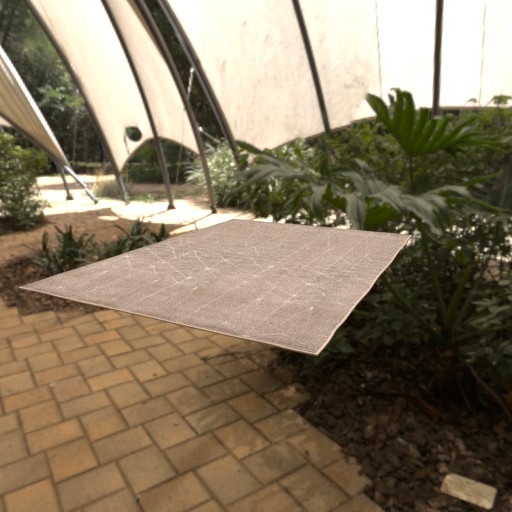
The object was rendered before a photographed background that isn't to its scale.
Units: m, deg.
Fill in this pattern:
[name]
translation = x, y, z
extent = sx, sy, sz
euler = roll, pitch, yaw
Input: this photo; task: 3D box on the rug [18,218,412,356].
[rug]
translation = 0.000, 0.000, 4.344
extent = 2.449, 0.019, 3.357
euler = 8, 17, 26
